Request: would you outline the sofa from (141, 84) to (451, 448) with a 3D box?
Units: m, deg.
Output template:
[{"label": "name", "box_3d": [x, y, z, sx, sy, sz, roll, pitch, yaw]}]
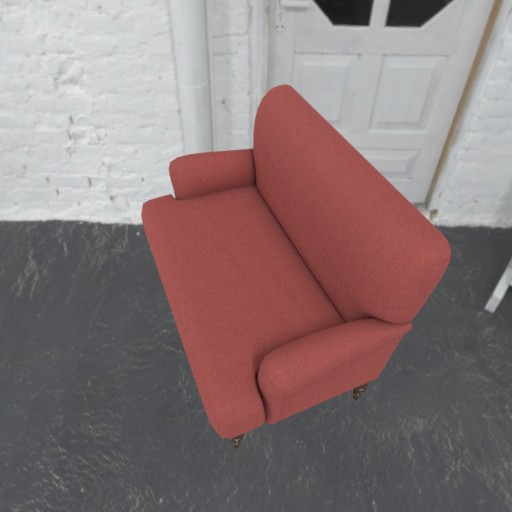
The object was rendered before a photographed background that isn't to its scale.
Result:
[{"label": "sofa", "box_3d": [0.000, 0.000, 1.854, 0.779, 0.889, 1.297, -16, 48, -15]}]
